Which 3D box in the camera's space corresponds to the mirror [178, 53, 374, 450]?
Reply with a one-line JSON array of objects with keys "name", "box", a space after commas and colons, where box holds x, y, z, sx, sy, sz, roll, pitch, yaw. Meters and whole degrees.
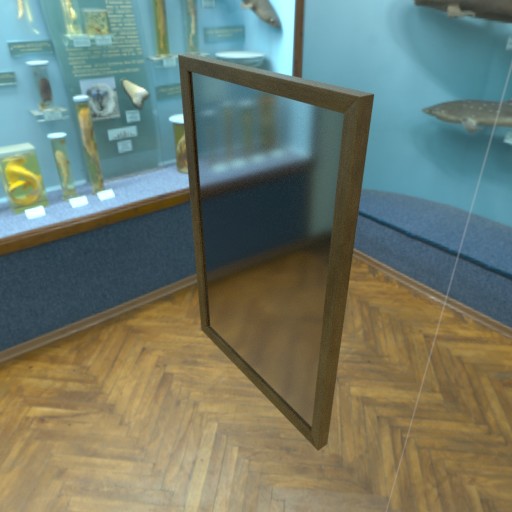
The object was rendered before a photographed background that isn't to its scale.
[{"name": "mirror", "box": [0.000, 0.000, 1.168, 0.040, 0.915, 0.609, -21, 38, -31]}]
